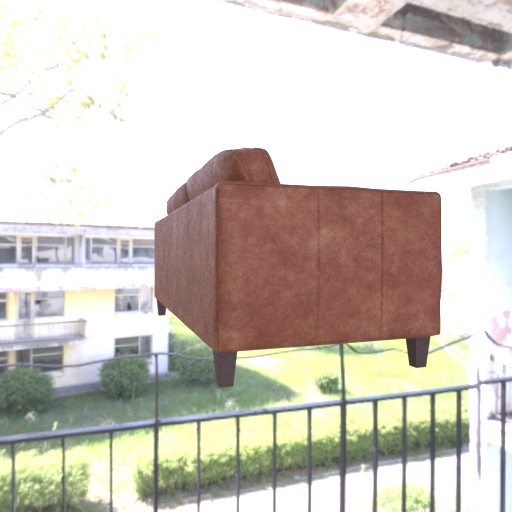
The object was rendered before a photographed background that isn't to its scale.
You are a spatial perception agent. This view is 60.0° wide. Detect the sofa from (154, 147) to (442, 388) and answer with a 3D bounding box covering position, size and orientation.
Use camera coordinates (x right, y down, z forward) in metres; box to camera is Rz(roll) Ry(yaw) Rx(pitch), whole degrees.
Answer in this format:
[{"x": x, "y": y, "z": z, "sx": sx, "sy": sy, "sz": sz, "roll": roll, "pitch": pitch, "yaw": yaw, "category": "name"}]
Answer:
[{"x": 0.000, "y": 0.000, "z": 2.479, "sx": 0.923, "sy": 0.863, "sz": 1.971, "roll": 0, "pitch": 0, "yaw": -19, "category": "sofa"}]
